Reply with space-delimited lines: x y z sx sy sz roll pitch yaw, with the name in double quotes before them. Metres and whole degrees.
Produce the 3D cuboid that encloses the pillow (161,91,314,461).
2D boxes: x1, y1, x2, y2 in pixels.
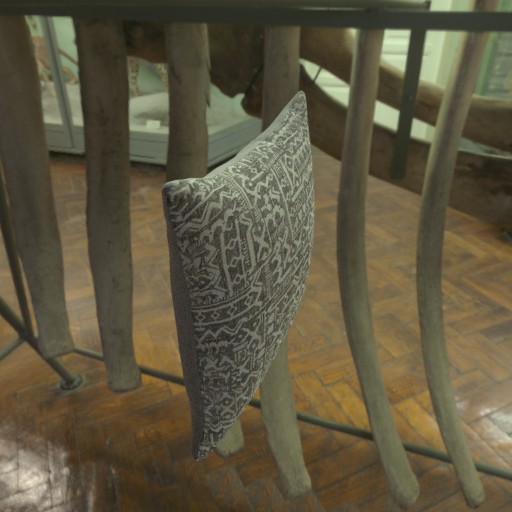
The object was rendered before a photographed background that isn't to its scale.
"pillow" 0.000 0.000 0.814 0.180 0.487 0.546 11 33 18
